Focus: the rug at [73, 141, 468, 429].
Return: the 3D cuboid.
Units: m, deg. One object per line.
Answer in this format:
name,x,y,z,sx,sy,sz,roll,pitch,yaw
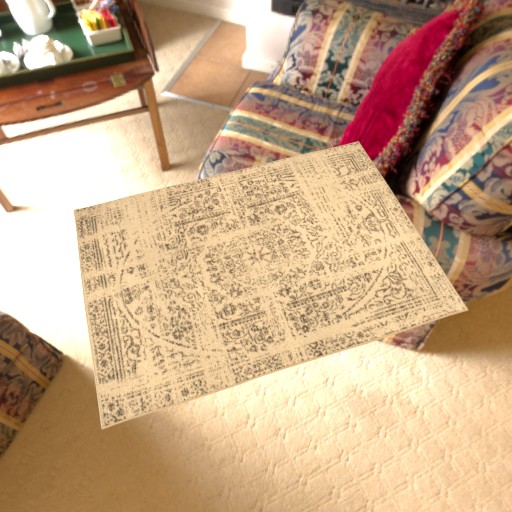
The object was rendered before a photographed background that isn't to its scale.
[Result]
rug,0.000,0.000,3.187,2.438,0.026,1.706,-15,58,-10
